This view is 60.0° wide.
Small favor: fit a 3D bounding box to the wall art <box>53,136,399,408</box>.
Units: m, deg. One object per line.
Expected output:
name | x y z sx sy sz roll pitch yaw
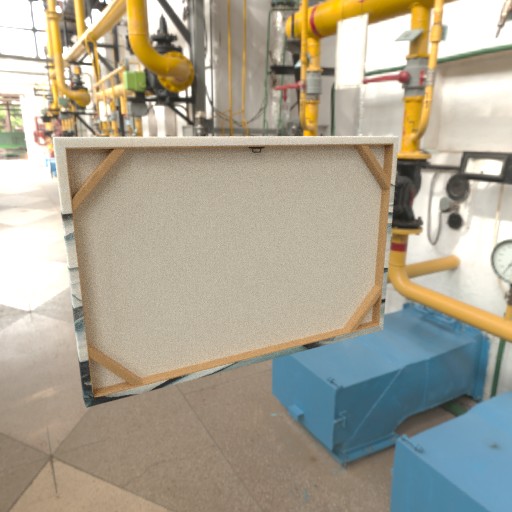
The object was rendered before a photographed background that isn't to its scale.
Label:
wall art | 0.000 0.000 1.169 0.914 0.609 0.039 -8 17 -27
